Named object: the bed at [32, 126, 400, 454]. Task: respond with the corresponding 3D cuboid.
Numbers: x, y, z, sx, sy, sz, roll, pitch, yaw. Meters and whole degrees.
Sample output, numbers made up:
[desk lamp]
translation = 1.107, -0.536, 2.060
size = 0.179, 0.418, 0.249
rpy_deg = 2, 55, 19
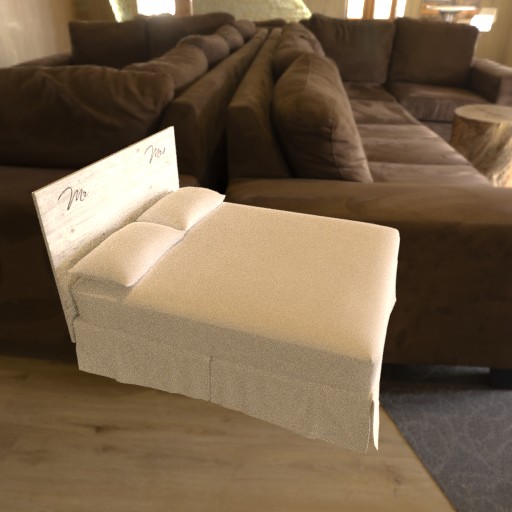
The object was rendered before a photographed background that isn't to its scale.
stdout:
[bed]
translation = 0.000, 0.000, 3.219
size = 2.094, 1.335, 1.745
rpy_deg = 10, 32, 17
